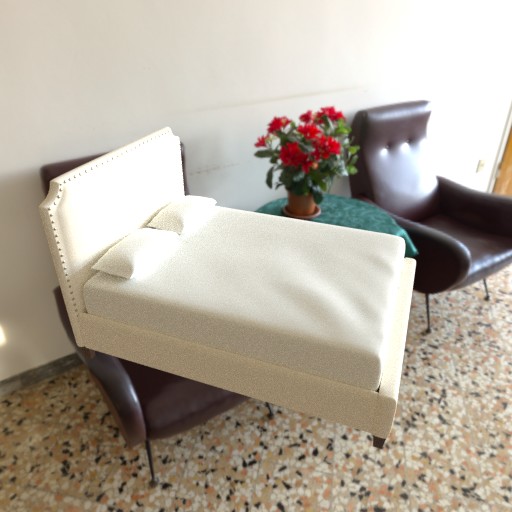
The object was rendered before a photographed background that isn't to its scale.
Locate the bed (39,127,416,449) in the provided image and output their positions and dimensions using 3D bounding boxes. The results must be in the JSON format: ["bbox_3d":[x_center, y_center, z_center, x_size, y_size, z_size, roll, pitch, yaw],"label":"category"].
[{"bbox_3d":[0.000,0.000,3.424,2.365,1.443,1.712,11,32,18],"label":"bed"}]
